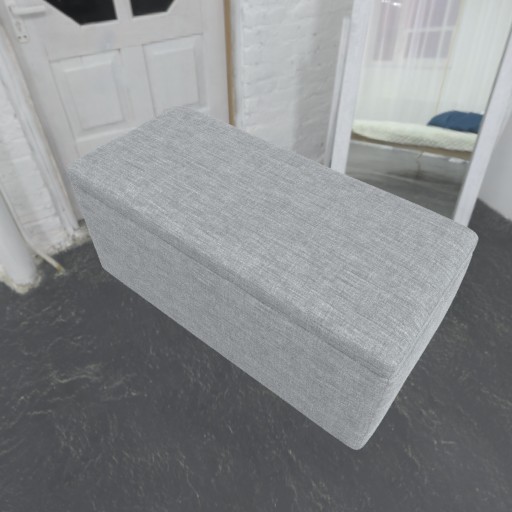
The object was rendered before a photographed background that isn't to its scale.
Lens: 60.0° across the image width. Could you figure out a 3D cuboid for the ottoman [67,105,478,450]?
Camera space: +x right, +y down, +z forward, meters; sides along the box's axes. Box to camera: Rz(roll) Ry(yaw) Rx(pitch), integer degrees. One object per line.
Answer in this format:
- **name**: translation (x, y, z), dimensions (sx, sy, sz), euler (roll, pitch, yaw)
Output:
- **ottoman**: translation (0.000, 0.000, 1.133), dimensions (0.902, 0.432, 0.419), euler (30, 54, 25)
